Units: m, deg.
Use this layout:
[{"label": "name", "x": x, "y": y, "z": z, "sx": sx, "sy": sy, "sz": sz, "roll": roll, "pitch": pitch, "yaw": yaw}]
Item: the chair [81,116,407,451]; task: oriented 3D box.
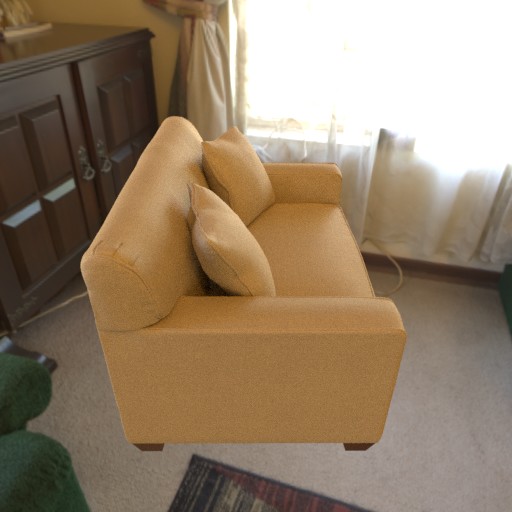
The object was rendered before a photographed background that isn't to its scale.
[{"label": "chair", "x": 0.000, "y": 0.000, "z": 2.006, "sx": 1.000, "sy": 0.948, "sz": 1.383, "roll": 0, "pitch": 33, "yaw": 0}]
